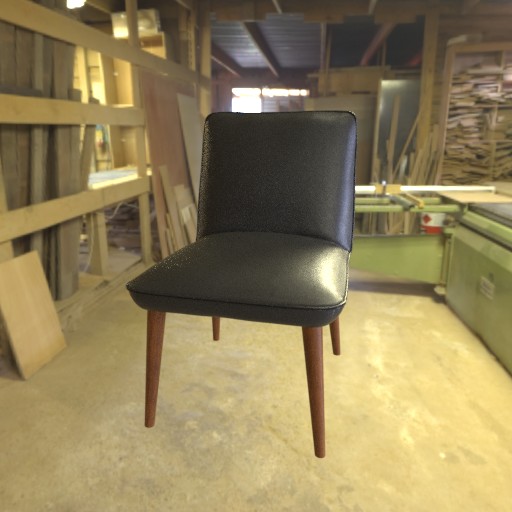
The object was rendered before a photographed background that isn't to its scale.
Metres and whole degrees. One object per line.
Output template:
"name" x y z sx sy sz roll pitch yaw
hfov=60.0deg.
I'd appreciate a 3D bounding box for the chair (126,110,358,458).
"chair" 0.000 0.000 1.235 0.543 0.801 0.645 3 15 10
